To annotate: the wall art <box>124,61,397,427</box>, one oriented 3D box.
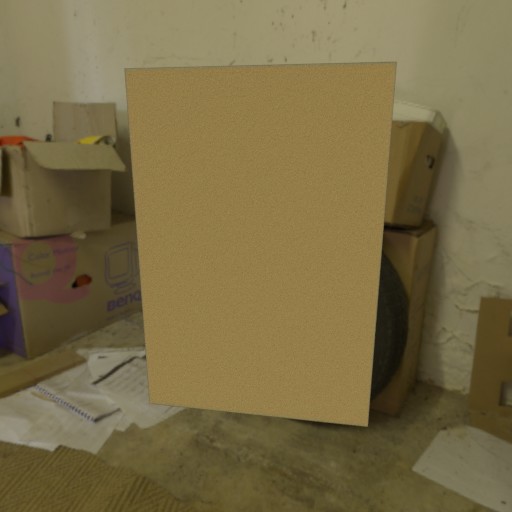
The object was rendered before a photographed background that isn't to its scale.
[{"bbox_3d":[0.000,0.000,0.578,0.313,0.457,0.031,3,16,9],"label":"wall art"}]
